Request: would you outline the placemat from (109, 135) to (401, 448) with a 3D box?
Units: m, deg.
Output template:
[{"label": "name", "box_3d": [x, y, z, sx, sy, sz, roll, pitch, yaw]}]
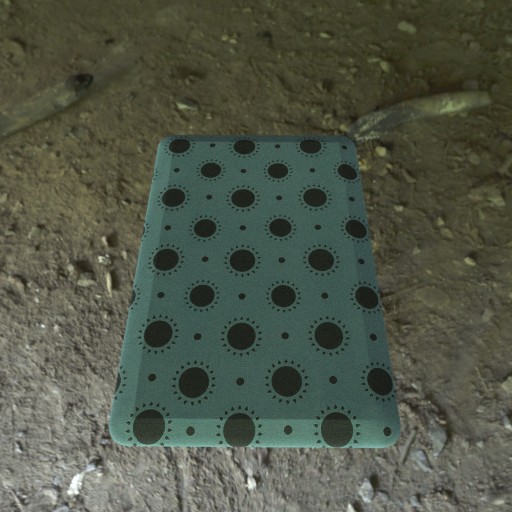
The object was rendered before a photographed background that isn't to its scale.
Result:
[{"label": "placemat", "box_3d": [0.000, 0.000, 0.952, 0.508, 0.021, 0.762, 0, 57, 0]}]
